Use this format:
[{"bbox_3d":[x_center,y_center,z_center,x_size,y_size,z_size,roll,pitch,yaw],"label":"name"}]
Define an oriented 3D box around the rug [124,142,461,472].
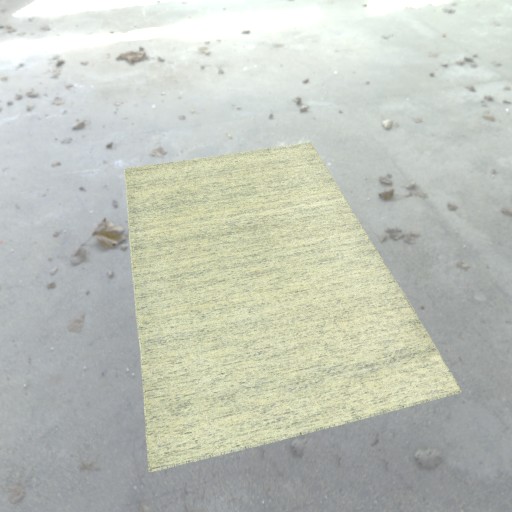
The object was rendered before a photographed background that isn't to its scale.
[{"bbox_3d":[0.000,0.000,2.267,1.243,0.014,1.846,-10,48,-10],"label":"rug"}]
